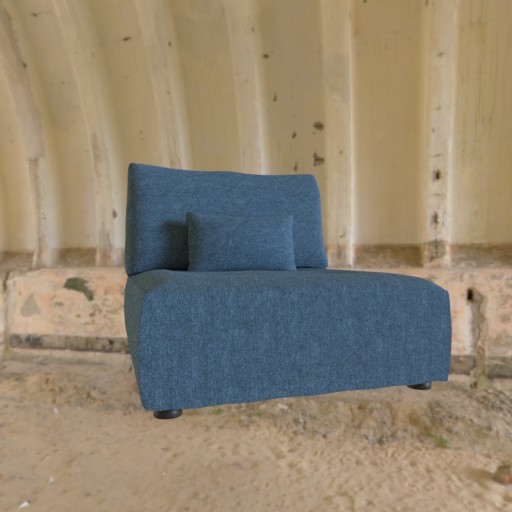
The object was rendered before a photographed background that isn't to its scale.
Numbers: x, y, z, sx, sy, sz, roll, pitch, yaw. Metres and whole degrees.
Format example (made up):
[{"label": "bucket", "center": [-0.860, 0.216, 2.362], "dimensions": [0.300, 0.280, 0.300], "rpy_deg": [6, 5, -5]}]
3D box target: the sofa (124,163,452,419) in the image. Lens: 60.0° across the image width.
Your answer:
[{"label": "sofa", "center": [0.000, 0.000, 1.678], "dimensions": [0.930, 0.820, 1.000], "rpy_deg": [0, 0, -18]}]
